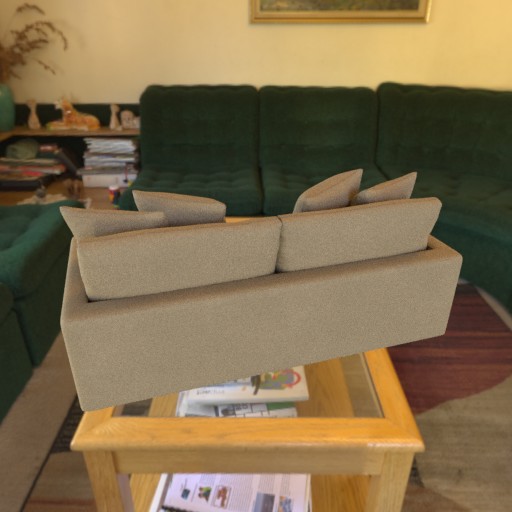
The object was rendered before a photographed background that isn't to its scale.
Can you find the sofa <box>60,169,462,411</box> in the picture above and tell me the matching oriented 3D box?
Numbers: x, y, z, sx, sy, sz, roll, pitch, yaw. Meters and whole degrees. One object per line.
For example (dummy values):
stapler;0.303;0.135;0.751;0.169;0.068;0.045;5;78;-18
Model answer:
sofa;0.000;0.000;3.019;2.380;1.084;1.228;-8;28;-15
